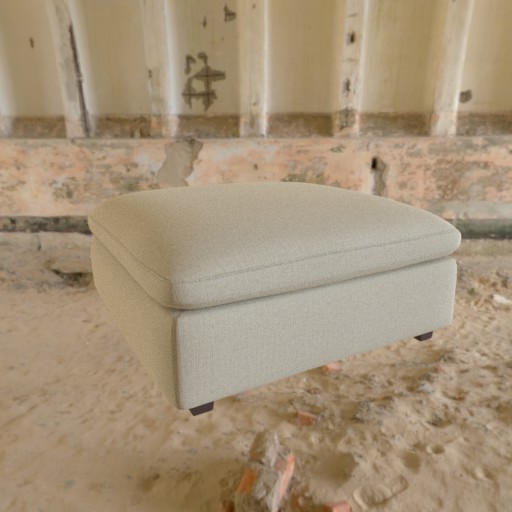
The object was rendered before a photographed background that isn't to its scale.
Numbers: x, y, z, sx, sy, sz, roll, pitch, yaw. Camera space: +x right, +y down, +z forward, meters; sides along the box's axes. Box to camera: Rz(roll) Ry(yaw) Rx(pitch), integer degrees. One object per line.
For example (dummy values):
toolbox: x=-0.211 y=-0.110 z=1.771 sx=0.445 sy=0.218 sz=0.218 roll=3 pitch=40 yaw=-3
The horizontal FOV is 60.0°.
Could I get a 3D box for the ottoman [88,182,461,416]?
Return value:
ottoman: x=0.000 y=0.000 z=1.566 sx=0.996 sy=0.467 sz=0.977 roll=-9 pitch=19 yaw=-28
